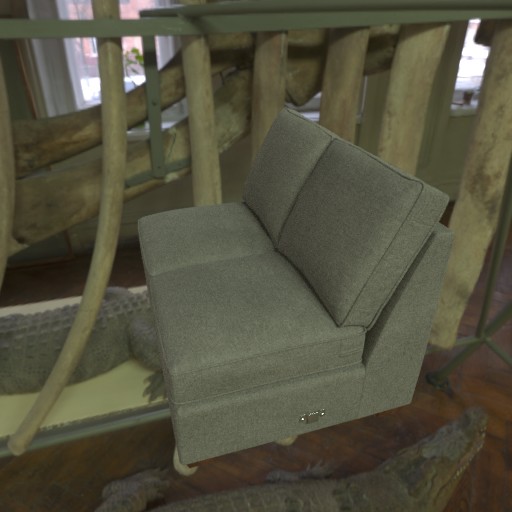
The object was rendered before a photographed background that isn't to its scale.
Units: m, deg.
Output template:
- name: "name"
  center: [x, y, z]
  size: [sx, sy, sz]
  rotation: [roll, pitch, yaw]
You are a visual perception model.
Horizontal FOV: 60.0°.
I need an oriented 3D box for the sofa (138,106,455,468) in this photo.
- name: "sofa"
  center: [0.000, 0.000, 1.947]
  size: [0.951, 1.008, 1.237]
  rotation: [-9, 31, -15]
